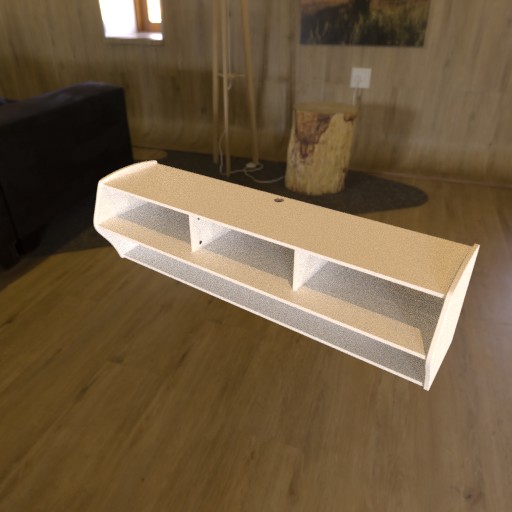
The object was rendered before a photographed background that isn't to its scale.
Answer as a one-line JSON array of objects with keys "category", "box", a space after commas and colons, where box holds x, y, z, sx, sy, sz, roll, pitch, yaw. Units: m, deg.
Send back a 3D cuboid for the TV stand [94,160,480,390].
[{"category": "TV stand", "box": [0.000, 0.000, 1.741, 1.473, 0.424, 0.397, 19, 36, 30]}]
